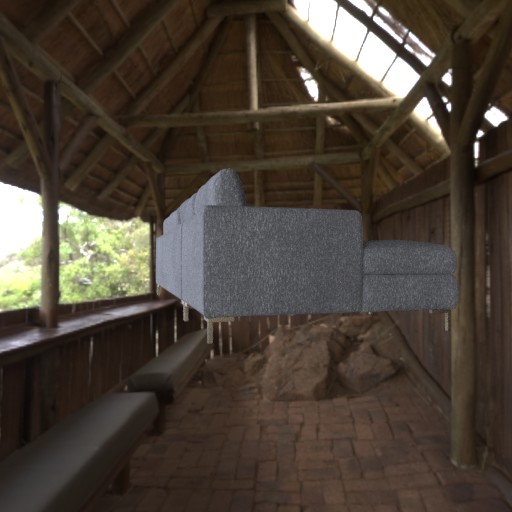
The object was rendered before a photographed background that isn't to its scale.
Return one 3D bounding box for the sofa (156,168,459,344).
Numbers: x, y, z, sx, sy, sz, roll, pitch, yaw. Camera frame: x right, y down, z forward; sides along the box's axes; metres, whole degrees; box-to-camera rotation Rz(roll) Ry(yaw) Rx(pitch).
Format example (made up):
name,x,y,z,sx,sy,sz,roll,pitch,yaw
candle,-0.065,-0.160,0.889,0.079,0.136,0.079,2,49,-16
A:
name,x,y,z,sx,sy,sz,roll,pitch,yaw
sofa,0.000,0.000,3.502,1.350,0.810,2.932,0,-1,-17
